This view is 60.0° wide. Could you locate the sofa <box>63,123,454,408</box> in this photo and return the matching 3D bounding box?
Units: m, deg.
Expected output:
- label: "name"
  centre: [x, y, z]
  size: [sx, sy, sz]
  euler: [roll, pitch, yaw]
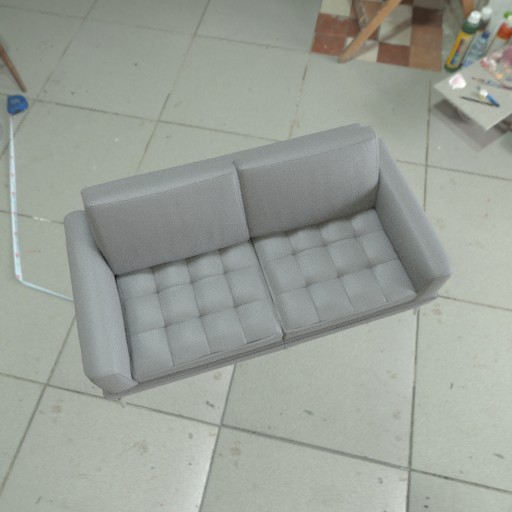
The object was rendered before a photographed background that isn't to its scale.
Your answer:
- label: "sofa"
  centre: [0.000, 0.000, 2.757]
  size: [2.177, 0.930, 1.121]
  euler: [-15, 64, -8]
